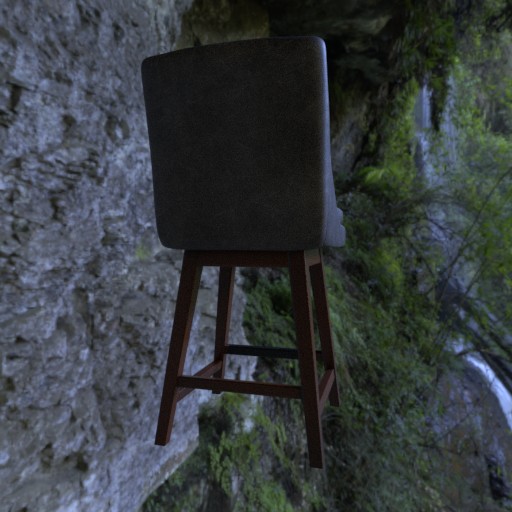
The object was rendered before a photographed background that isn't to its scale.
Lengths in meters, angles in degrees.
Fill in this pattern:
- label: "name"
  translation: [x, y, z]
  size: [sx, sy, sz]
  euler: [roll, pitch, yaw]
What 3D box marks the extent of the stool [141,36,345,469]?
- label: "stool"
  translation: [0.000, 0.000, 1.345]
  size: [0.492, 1.046, 0.587]
  euler: [1, 2, 16]
